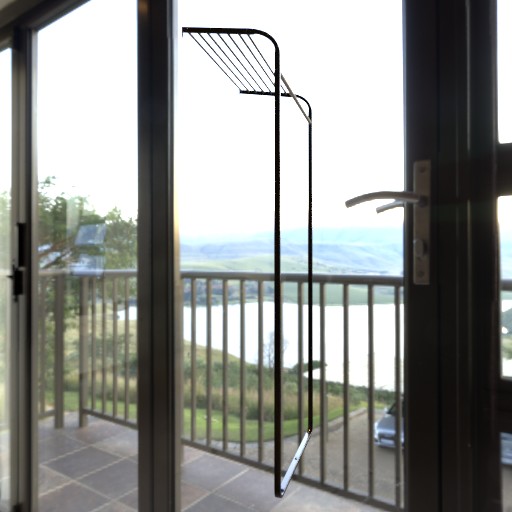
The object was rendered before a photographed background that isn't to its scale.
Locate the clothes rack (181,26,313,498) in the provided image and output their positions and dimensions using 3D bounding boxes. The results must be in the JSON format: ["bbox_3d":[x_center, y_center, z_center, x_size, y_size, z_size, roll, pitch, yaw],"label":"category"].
[{"bbox_3d":[0.000,0.000,1.754,0.349,1.574,0.609,0,0,17],"label":"clothes rack"}]
